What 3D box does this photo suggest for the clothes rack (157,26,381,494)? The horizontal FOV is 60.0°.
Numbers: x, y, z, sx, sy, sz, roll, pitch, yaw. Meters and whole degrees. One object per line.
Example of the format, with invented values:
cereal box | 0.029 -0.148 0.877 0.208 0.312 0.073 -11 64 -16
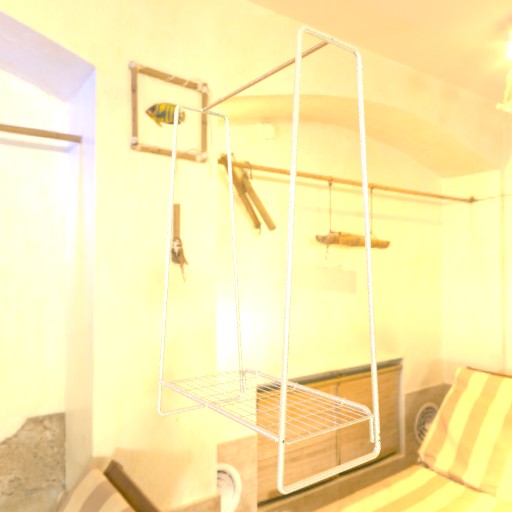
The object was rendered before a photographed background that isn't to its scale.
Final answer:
clothes rack | 0.000 0.000 1.874 0.495 1.500 0.900 1 -1 -37
